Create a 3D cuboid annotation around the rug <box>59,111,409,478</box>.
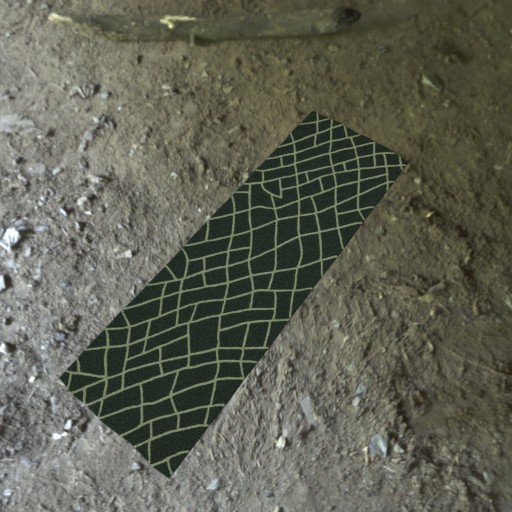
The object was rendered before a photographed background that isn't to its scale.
[{"bbox_3d":[0.000,0.000,2.709,0.807,0.010,2.476,34,67,16],"label":"rug"}]
